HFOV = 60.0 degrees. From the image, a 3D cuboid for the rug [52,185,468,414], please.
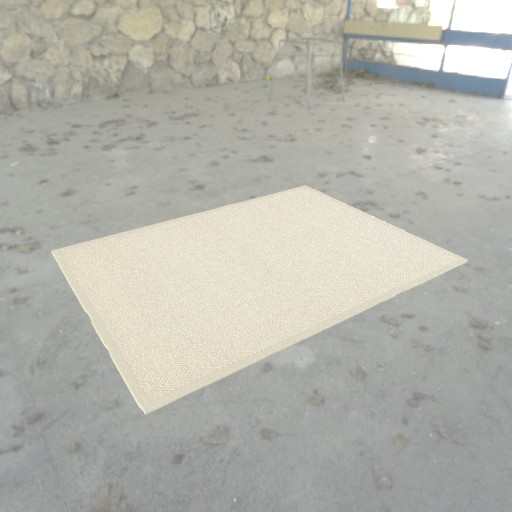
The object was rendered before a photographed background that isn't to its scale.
[{"bbox_3d":[0.000,0.000,4.834,3.659,0.037,2.734,-18,34,-29],"label":"rug"}]
